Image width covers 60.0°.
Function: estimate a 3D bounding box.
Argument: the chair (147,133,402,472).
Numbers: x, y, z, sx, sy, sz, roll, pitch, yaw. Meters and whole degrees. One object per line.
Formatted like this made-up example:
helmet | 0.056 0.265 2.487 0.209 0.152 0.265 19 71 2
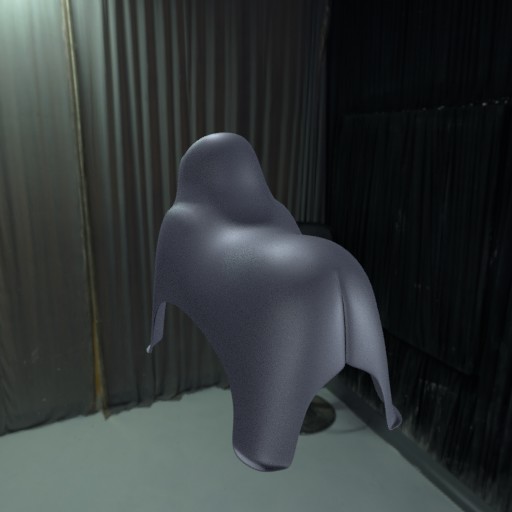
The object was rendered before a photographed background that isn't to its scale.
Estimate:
chair | 0.000 0.000 1.110 0.490 0.600 0.758 -7 16 -26
